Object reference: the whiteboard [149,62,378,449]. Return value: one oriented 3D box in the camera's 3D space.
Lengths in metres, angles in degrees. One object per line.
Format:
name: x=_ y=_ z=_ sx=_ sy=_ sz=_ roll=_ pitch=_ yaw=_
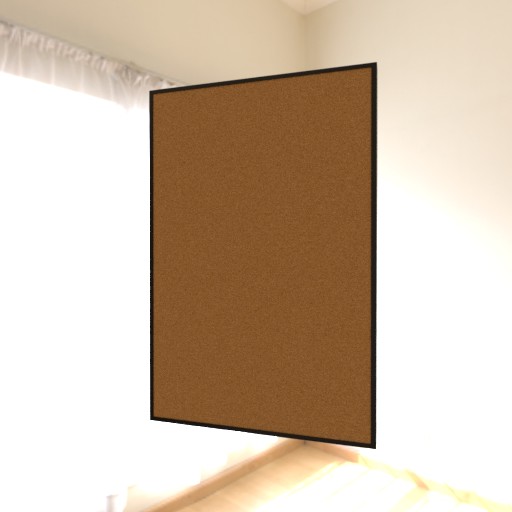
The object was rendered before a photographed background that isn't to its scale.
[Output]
whiteboard: x=0.000 y=0.000 z=0.770 sx=0.406 sy=0.611 sz=0.026 roll=0 pitch=0 yaw=18
